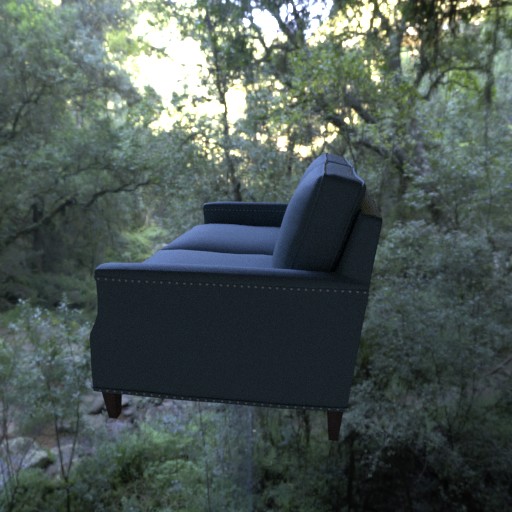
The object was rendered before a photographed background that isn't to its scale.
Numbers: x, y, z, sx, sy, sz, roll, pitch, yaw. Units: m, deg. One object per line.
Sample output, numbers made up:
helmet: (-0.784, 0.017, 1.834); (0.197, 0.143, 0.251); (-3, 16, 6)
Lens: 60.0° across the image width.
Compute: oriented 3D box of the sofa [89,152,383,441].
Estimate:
sofa: (0.000, 0.000, 2.307); (1.084, 1.003, 1.597); (2, 16, 8)
